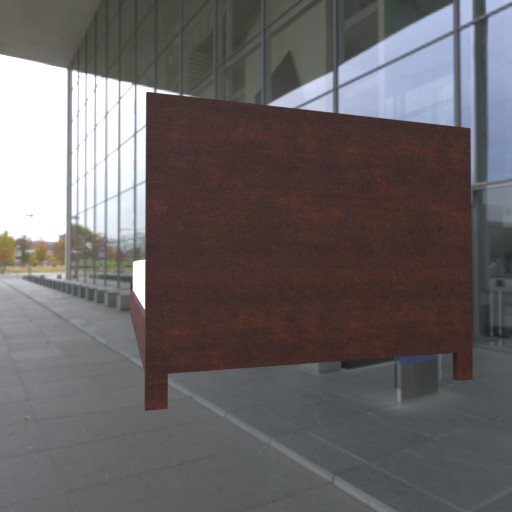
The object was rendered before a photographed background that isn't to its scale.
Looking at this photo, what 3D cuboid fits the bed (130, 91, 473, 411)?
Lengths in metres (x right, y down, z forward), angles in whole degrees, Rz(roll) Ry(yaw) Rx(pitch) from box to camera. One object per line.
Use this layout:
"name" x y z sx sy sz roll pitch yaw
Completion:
"bed" 0.000 0.000 3.042 1.600 1.270 2.184 0 -1 -17
